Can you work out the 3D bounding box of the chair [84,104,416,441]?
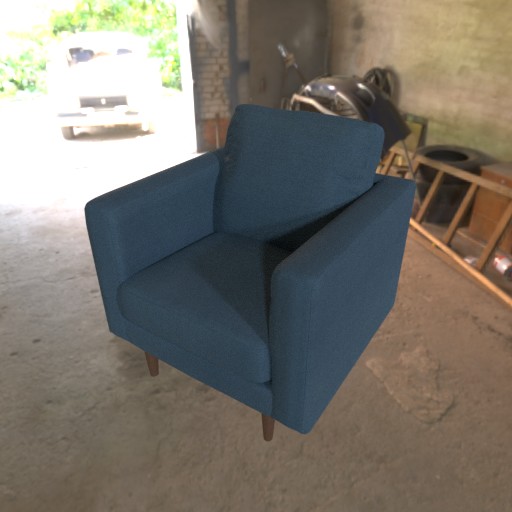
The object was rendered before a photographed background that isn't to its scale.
[{"bbox_3d":[0.000,0.000,1.598,0.855,0.922,0.820,18,35,29],"label":"chair"}]
